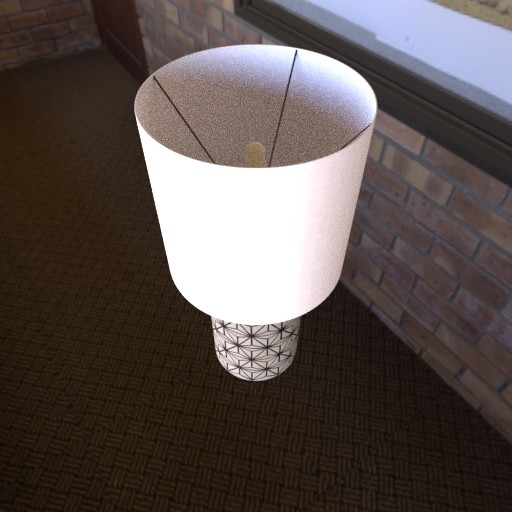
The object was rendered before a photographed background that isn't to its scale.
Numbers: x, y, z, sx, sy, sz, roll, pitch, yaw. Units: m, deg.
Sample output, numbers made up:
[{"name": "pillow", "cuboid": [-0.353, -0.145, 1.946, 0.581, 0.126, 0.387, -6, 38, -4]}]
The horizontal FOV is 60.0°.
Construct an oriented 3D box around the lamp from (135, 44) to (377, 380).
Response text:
[{"name": "lamp", "cuboid": [0.000, 0.000, 0.537, 0.206, 0.416, 0.206, 18, 51, 15]}]
